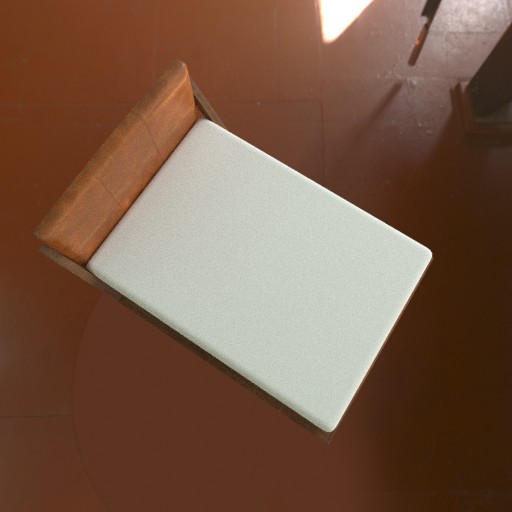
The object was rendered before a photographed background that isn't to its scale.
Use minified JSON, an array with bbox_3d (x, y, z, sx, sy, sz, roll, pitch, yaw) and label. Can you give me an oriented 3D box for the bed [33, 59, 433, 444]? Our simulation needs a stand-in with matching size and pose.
[{"bbox_3d":[0.000,0.000,3.240,2.311,1.168,1.651,32,77,8],"label":"bed"}]
